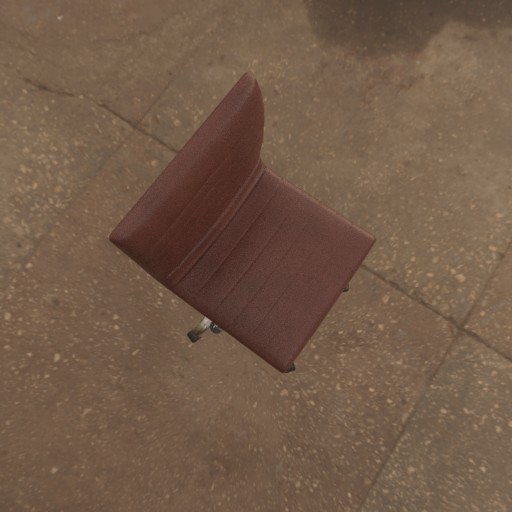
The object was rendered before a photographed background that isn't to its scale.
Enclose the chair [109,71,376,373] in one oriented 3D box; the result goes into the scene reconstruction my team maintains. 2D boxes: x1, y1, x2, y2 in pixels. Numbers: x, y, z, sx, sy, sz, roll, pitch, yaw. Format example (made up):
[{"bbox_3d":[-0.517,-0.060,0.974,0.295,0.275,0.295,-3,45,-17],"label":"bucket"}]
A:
[{"bbox_3d":[0.000,0.000,1.106,0.530,0.780,0.556,35,79,8],"label":"chair"}]
